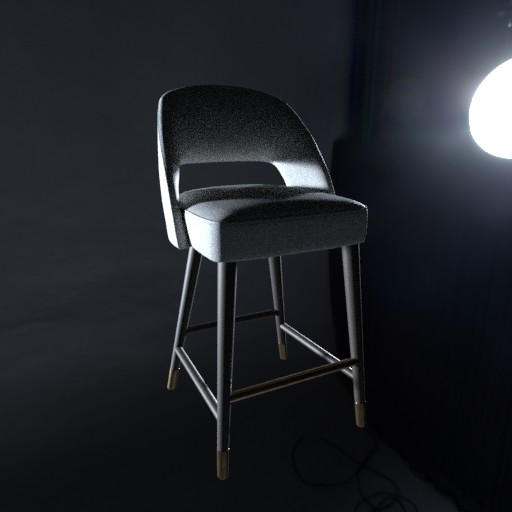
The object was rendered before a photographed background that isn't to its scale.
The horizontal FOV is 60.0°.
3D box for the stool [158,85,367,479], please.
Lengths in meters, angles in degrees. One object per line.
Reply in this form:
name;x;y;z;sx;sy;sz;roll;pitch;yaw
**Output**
stool;0.000;0.000;1.250;0.494;0.940;0.509;-8;18;-26
